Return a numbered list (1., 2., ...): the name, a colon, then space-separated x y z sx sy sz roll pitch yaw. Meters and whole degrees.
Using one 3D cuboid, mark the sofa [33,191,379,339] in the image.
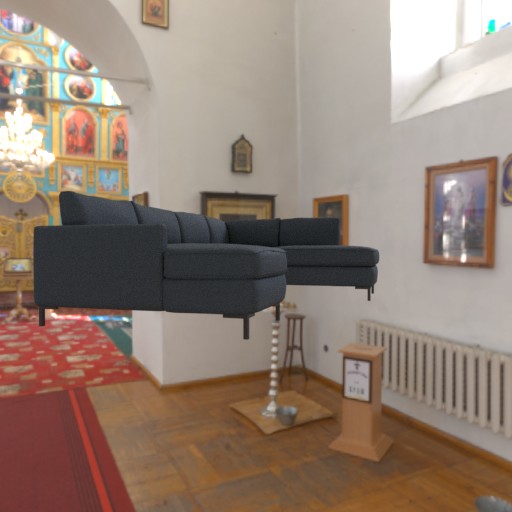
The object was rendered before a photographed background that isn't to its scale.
1. sofa: 0.000 0.000 3.844 1.984 0.858 2.975 0 1 17
